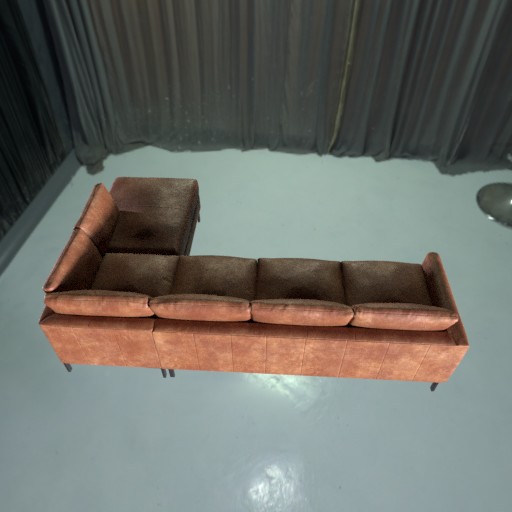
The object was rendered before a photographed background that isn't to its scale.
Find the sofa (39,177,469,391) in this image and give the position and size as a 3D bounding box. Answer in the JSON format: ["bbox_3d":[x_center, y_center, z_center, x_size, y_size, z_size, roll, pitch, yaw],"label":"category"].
[{"bbox_3d":[0.000,0.000,3.821,2.984,0.877,1.938,2,46,2],"label":"sofa"}]
